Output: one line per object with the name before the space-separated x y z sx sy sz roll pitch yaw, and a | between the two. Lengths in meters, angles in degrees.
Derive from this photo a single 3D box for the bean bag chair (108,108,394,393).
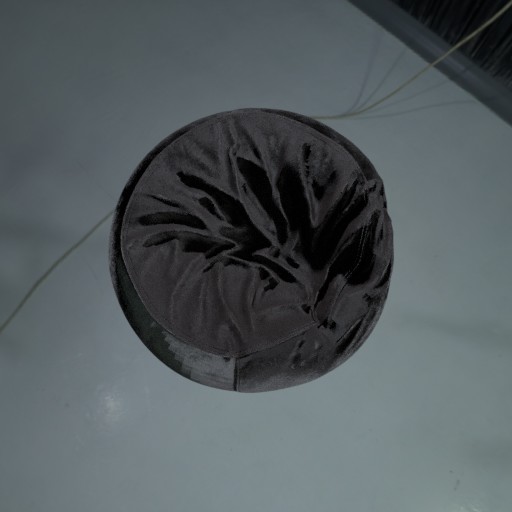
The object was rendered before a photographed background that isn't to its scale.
bean bag chair | 0.000 0.000 1.531 0.918 0.605 0.918 0 75 0
